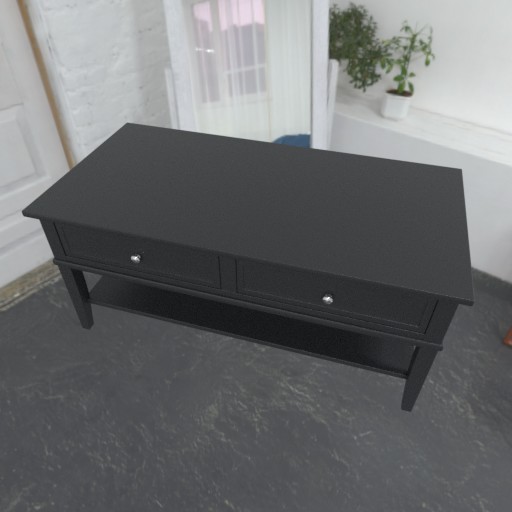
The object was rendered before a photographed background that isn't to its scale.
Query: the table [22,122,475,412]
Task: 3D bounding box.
[{"bbox_3d":[0.000,0.000,1.315,1.044,0.470,0.523,11,43,12],"label":"table"}]
